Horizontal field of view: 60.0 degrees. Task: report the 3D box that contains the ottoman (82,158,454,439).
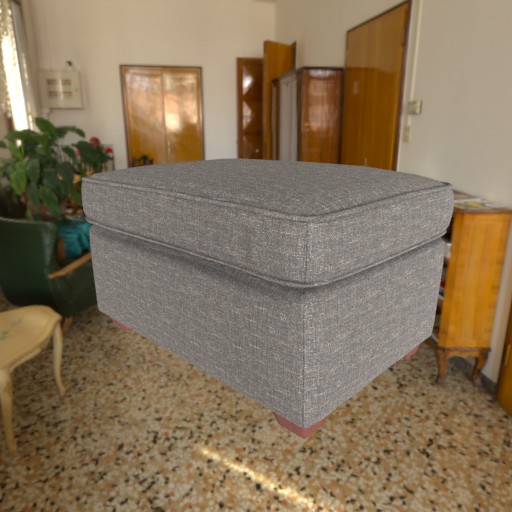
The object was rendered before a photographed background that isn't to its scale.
[{"bbox_3d":[0.000,0.000,1.084,0.749,0.450,0.549,16,23,42],"label":"ottoman"}]
